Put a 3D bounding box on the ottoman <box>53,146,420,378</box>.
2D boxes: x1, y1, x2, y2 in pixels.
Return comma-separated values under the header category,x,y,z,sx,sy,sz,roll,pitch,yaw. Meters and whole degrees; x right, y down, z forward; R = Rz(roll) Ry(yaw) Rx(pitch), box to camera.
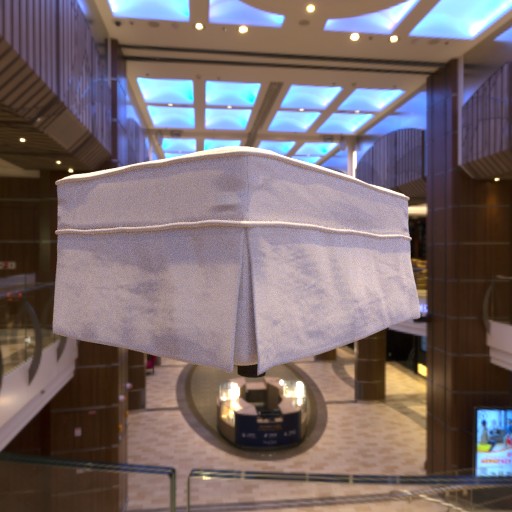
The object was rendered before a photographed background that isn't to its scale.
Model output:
category,x,y,z,sx,sy,sz,roll,pitch,yaw
ottoman,0.000,0.000,1.321,0.703,0.479,0.944,0,0,37
